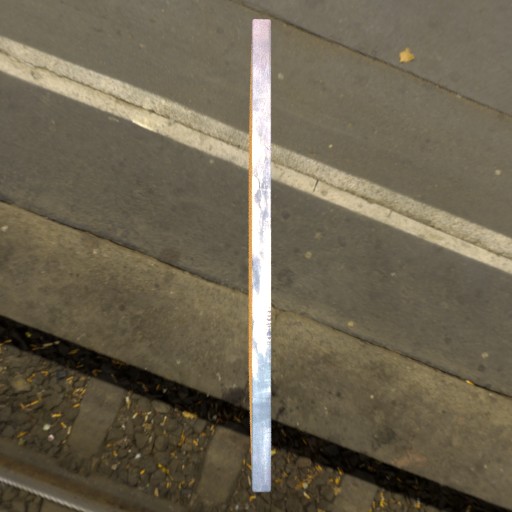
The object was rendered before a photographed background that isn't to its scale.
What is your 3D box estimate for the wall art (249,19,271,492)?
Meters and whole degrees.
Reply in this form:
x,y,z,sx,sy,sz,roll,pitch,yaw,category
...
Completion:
x,y,z,sx,sy,sz,roll,pitch,yaw,category
0.000,0.000,1.278,0.035,0.897,0.888,0,90,-1,wall art
